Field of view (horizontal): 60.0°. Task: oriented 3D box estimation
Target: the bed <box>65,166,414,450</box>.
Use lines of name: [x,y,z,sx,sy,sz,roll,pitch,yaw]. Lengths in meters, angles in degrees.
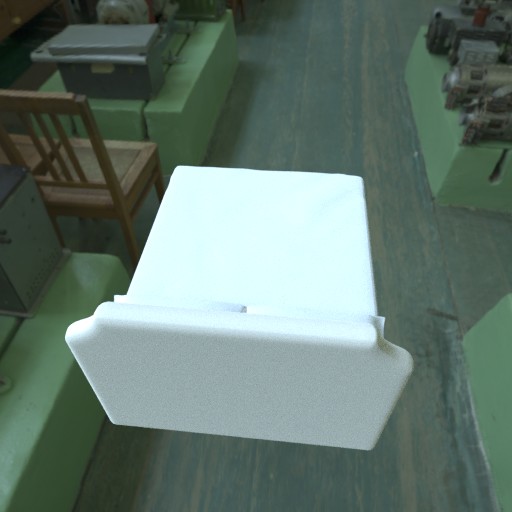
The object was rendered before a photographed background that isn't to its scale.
bed: [0.000,0.000,3.792,2.134,1.524,2.548,4,47,4]
